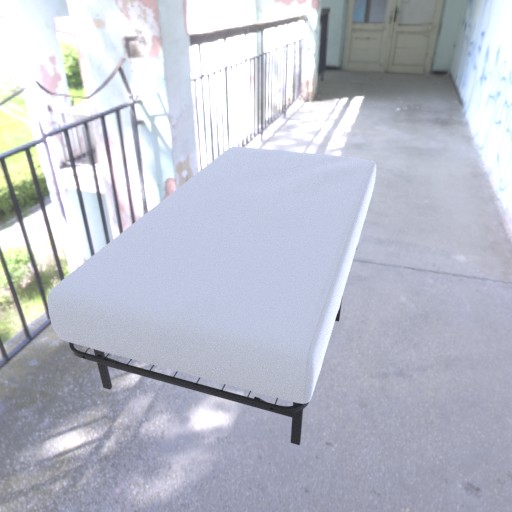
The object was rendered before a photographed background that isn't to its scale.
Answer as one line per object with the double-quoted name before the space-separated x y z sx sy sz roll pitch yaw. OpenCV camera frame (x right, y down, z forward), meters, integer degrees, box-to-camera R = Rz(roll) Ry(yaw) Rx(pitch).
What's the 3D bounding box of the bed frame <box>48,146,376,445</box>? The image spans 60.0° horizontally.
"bed frame" 0.000 0.000 2.378 1.025 0.640 1.908 10 33 16
